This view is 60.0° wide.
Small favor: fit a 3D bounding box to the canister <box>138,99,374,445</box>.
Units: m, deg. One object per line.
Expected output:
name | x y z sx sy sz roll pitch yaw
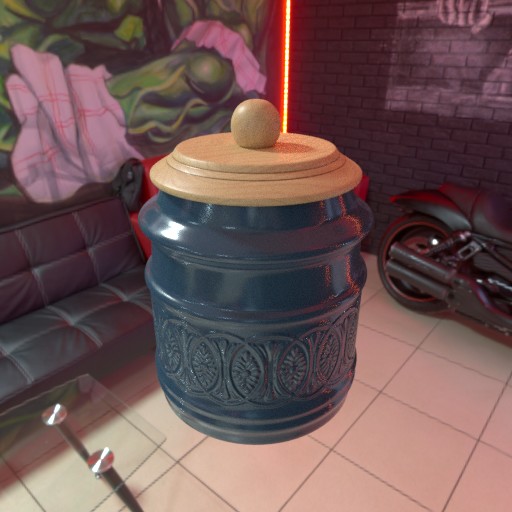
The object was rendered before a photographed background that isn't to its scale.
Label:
canister | 0.000 0.000 0.263 0.130 0.176 0.130 0 25 0
